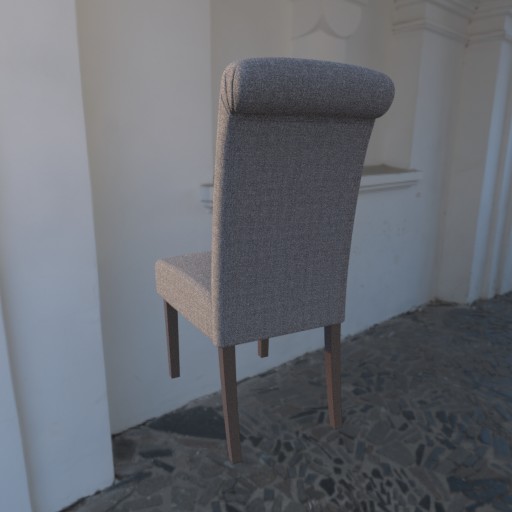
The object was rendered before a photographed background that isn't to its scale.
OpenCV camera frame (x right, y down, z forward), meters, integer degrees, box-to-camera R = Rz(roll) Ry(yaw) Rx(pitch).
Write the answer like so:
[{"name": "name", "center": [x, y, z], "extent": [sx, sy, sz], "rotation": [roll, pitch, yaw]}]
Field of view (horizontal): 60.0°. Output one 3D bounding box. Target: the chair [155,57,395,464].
[{"name": "chair", "center": [0.000, 0.000, 1.334], "extent": [0.456, 1.006, 0.671], "rotation": [-7, 15, -26]}]
